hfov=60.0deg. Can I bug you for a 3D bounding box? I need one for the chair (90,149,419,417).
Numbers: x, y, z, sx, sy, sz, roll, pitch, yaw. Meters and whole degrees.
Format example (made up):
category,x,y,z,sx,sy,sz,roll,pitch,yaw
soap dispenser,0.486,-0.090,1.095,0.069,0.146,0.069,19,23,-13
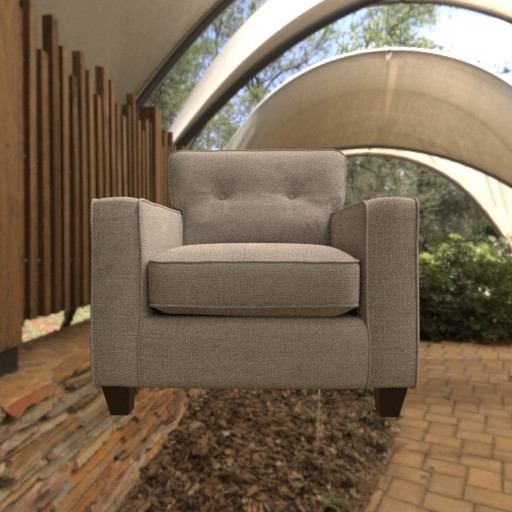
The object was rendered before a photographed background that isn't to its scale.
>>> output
category,x,y,z,sx,sy,sz,roll,pitch,yaw
chair,0.000,0.000,1.753,1.015,0.965,0.939,0,1,1
